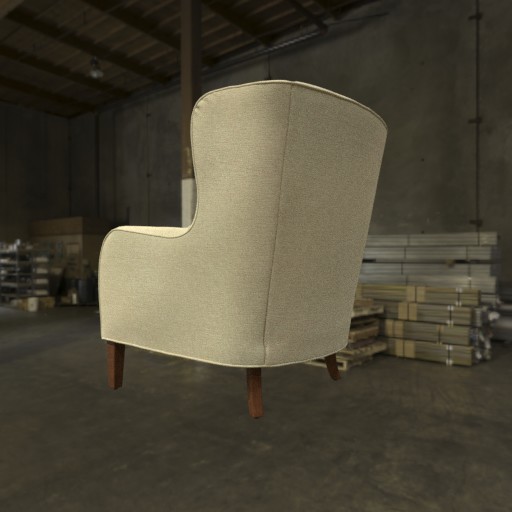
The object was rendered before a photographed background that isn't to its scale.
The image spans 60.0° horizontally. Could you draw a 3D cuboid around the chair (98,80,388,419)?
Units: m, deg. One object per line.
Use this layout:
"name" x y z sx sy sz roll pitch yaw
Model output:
"chair" 0.000 0.000 1.771 0.966 1.040 0.838 0 0 37
